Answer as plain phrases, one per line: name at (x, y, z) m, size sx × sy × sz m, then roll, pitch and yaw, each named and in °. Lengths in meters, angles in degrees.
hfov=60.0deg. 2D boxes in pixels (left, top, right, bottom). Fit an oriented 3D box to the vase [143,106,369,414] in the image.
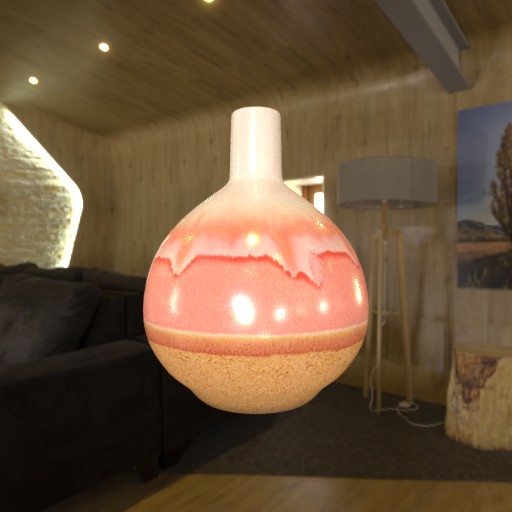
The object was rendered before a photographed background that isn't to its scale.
vase at (0.000, 0.000, 0.276) m, size 0.137 × 0.176 × 0.137 m, roll 0°, pitch 1°, yaw 0°
